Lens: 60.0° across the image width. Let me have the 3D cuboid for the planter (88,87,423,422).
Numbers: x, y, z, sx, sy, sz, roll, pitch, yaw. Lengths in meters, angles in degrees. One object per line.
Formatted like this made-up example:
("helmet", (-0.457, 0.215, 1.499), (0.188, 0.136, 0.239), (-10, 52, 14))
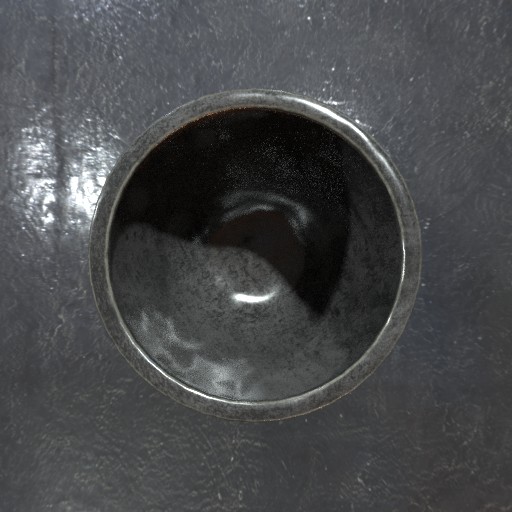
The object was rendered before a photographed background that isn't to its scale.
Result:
("planter", (0.000, 0.000, 0.245), (0.140, 0.129, 0.140), (0, 89, 0))
